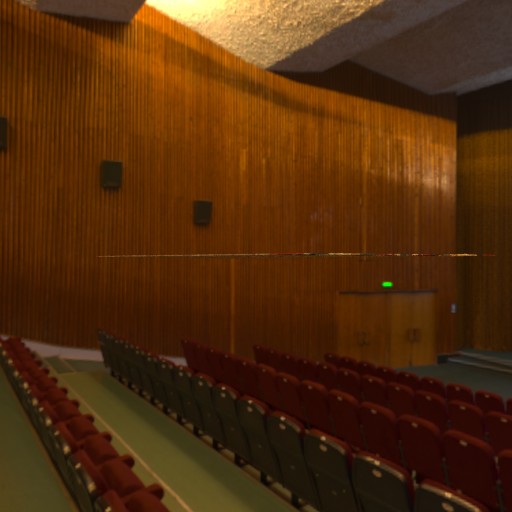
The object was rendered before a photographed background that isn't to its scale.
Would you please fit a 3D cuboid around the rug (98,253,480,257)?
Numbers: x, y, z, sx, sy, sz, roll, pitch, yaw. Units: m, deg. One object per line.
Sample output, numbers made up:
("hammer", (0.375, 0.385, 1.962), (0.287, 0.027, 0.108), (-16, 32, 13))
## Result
("rug", (0.000, 0.000, 2.976), (1.465, 0.012, 2.465), (0, 0, -36))
